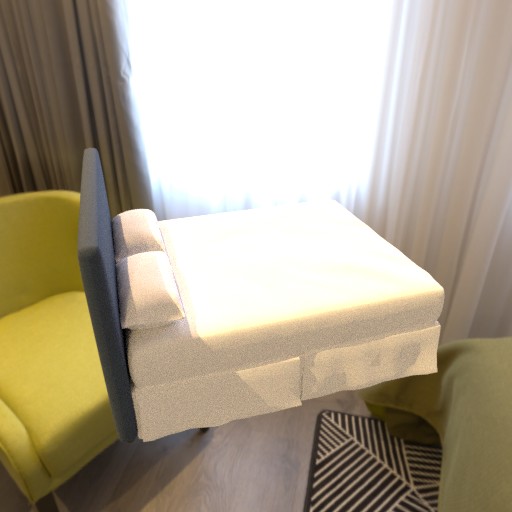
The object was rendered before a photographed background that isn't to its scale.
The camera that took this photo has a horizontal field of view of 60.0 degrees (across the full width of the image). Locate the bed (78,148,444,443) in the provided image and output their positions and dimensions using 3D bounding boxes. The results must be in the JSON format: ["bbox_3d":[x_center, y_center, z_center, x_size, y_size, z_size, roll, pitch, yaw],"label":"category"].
[{"bbox_3d":[0.000,0.000,3.169,2.162,1.330,1.713,-9,31,-15],"label":"bed"}]
